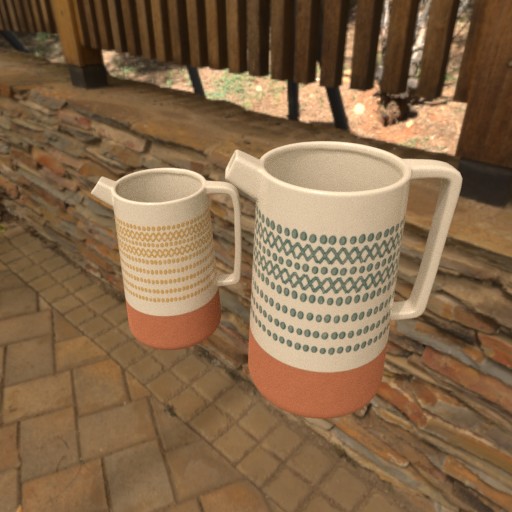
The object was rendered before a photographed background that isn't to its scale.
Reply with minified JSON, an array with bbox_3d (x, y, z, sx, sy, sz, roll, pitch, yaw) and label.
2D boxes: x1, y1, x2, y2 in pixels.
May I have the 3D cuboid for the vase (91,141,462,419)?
[{"bbox_3d":[0.000,0.000,0.457,0.326,0.247,0.168,22,38,31],"label":"vase"}]
